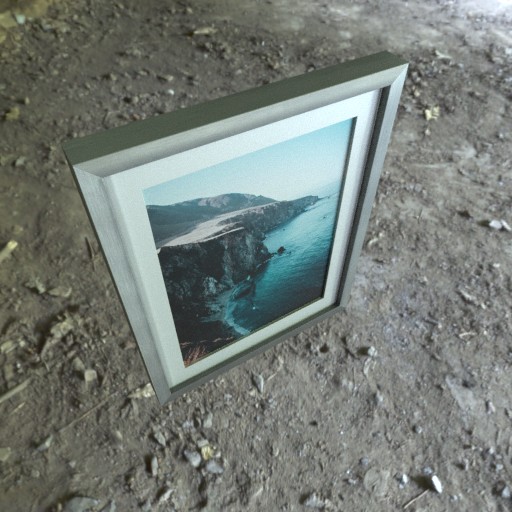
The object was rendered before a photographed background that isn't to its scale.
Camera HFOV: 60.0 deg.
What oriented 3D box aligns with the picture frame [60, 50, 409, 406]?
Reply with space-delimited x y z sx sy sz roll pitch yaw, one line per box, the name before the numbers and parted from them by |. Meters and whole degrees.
picture frame | 0.000 0.000 0.732 0.449 0.555 0.046 -24 52 -20
